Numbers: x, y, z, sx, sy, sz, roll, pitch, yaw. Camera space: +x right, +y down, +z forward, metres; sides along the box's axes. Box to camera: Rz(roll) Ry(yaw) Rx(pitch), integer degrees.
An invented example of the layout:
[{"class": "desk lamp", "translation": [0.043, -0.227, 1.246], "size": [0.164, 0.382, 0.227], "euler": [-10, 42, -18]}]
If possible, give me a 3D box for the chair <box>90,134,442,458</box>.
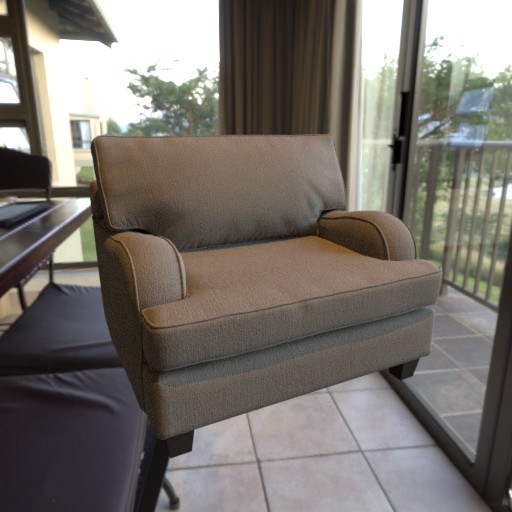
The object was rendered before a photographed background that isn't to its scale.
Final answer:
[{"class": "chair", "translation": [0.000, 0.000, 1.930], "size": [1.220, 1.016, 1.041], "euler": [-8, 18, -26]}]
